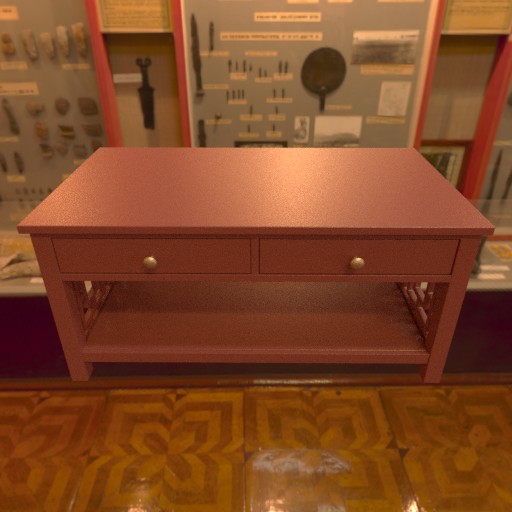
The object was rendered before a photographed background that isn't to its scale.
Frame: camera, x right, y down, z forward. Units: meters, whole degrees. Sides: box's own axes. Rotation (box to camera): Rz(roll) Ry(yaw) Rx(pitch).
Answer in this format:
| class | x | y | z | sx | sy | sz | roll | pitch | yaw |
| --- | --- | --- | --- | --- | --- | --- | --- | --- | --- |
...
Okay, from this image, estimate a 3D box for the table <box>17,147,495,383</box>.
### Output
| class | x | y | z | sx | sy | sz | roll | pitch | yaw |
| --- | --- | --- | --- | --- | --- | --- | --- | --- | --- |
| table | 0.000 | 0.000 | 1.364 | 1.068 | 0.493 | 0.612 | 0 | 30 | 0 |
